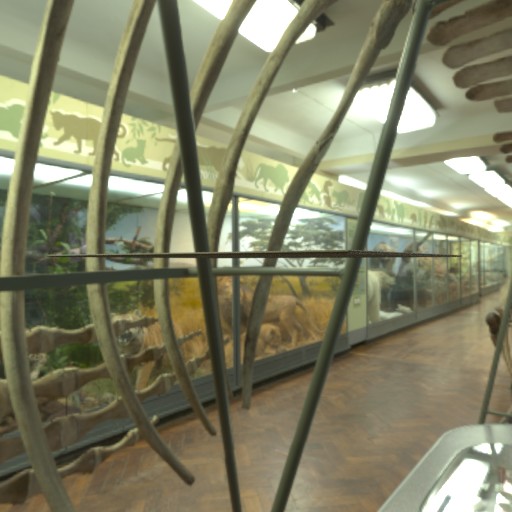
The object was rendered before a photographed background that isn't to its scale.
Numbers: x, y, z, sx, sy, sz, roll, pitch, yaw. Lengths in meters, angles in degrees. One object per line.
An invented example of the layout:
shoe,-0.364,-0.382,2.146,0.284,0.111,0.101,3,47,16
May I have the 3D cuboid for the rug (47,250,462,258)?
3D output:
rug,0.000,0.000,4.121,3.041,0.020,2.413,-1,-1,37
